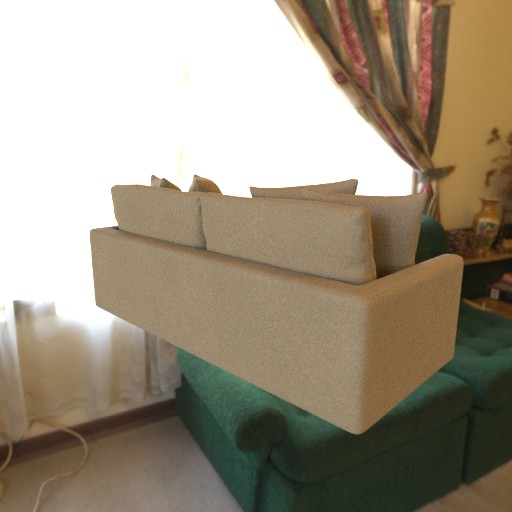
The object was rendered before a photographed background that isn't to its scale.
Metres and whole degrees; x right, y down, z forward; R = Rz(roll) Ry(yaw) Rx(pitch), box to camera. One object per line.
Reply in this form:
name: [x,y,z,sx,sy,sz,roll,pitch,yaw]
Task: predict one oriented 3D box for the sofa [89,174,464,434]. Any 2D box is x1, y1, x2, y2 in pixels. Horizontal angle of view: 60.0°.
sofa: [0.000,0.000,2.981,2.380,1.084,1.228,12,18,43]
